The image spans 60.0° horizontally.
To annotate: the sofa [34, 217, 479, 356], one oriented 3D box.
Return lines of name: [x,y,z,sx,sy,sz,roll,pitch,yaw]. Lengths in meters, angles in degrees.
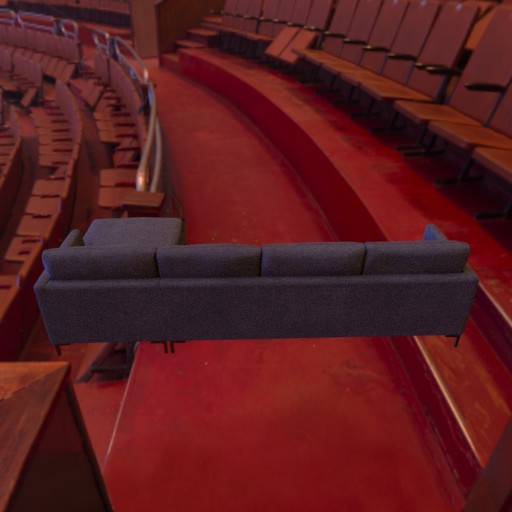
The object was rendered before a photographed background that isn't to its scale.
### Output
sofa: [0.000,0.000,3.509,2.932,0.810,1.350,-1,31,-2]
